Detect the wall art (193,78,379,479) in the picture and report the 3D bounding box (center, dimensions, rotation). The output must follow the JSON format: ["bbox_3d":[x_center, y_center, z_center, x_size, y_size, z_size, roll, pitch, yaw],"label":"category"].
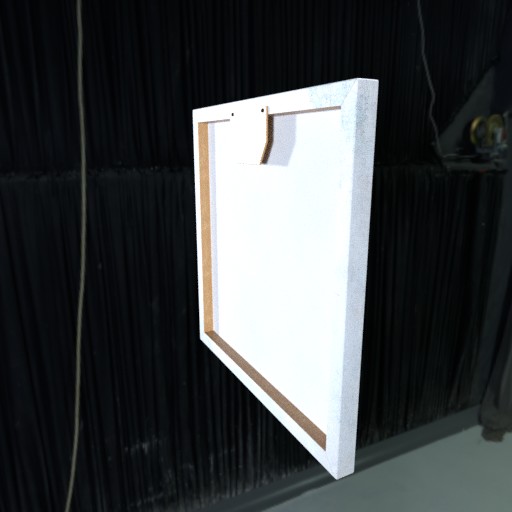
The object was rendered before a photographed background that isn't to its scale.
[{"bbox_3d":[0.000,0.000,0.904,0.044,0.605,0.605,-7,16,-27],"label":"wall art"}]
